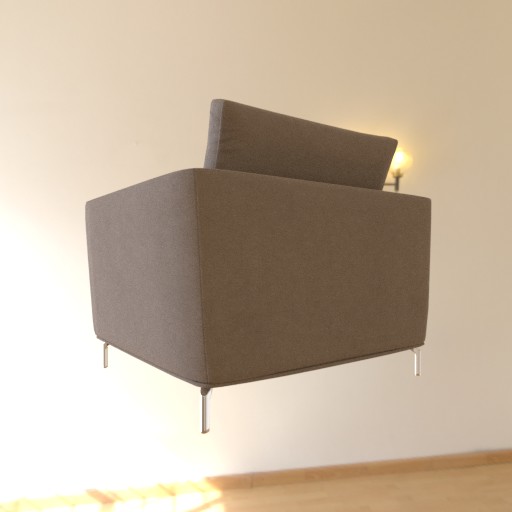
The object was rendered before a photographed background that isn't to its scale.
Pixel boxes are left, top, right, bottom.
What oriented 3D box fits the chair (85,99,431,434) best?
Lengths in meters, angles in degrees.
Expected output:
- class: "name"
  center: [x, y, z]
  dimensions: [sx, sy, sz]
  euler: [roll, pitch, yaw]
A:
- class: "chair"
  center: [0.000, 0.000, 1.658]
  dimensions: [1.041, 0.864, 0.889]
  euler: [0, 0, -36]
